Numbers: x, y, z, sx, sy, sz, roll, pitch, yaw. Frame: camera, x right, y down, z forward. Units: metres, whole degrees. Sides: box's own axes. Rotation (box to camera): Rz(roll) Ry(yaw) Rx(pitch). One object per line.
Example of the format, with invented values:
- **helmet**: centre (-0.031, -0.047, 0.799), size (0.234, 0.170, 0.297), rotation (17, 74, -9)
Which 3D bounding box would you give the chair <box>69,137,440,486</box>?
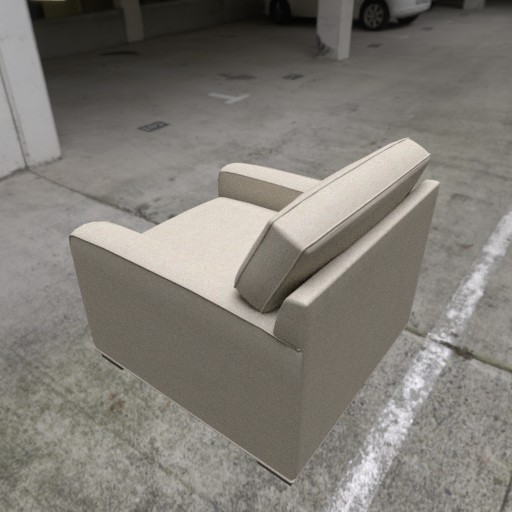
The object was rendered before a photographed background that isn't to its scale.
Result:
- **chair**: centre (0.000, 0.000, 1.782), size (1.043, 0.913, 0.998), rotation (21, 37, 31)
